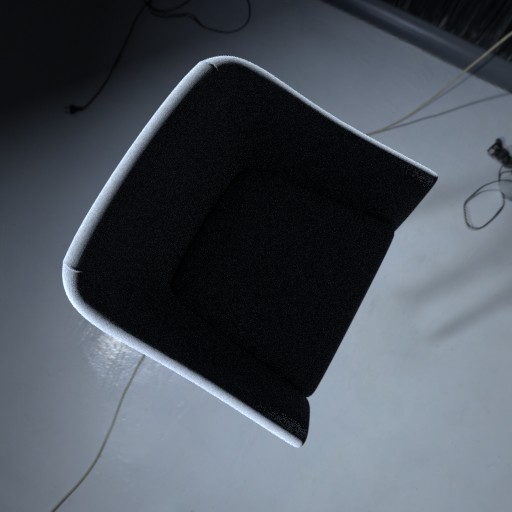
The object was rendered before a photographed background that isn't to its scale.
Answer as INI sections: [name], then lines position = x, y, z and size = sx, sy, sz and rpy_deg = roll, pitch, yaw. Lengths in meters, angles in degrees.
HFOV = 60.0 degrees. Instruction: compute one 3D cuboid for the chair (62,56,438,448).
[chair]
position = 0.000, 0.000, 1.344
size = 0.700, 0.720, 0.790
rpy_deg = 29, 78, 7
